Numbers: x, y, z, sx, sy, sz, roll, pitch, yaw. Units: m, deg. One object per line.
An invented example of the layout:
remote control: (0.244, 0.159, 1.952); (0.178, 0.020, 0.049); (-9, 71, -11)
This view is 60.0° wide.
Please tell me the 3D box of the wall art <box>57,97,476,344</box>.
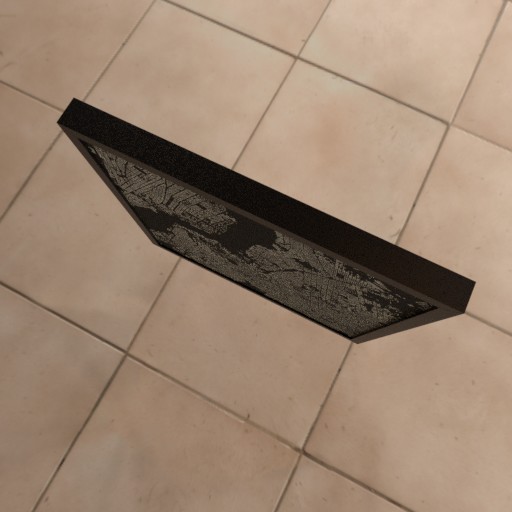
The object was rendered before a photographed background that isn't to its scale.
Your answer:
wall art: (0.000, 0.000, 0.742); (0.506, 0.506, 0.038); (26, 77, 7)
